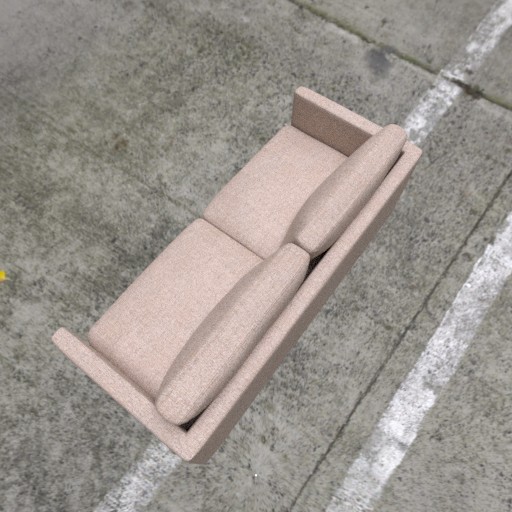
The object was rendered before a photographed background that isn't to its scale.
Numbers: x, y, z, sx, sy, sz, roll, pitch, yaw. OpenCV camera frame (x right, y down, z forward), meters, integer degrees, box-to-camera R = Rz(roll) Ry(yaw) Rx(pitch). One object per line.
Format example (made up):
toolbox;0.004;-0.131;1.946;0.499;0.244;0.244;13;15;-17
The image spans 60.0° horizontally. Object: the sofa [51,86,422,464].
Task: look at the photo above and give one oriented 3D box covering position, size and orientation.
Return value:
sofa;0.000;0.000;2.690;0.951;0.965;2.208;34;69;16
